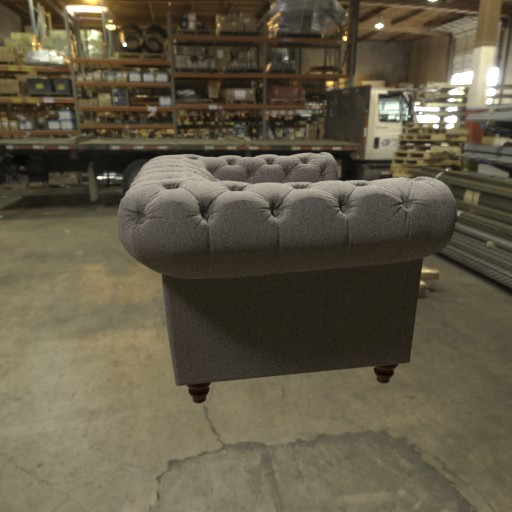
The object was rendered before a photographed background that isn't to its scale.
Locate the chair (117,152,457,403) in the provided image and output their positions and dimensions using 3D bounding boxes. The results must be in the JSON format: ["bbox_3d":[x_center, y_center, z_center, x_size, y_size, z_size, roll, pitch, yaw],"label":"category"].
[{"bbox_3d":[0.000,0.000,1.858,0.976,0.770,1.270,-3,18,-10],"label":"chair"}]
